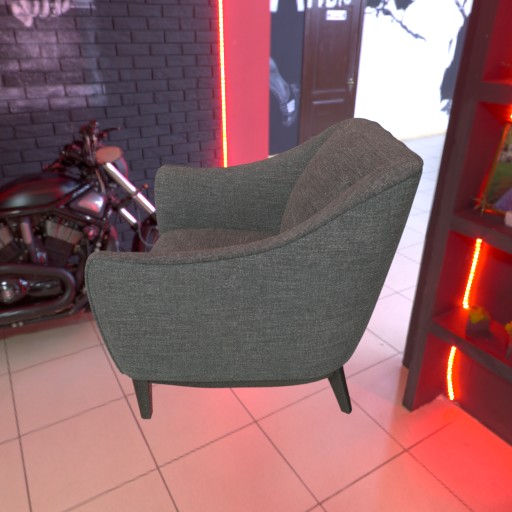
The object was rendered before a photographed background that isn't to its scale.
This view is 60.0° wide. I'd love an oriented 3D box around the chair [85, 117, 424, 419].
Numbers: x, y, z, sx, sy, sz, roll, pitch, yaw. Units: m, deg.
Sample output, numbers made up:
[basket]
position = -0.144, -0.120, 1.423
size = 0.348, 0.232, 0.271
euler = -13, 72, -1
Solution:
[chair]
position = 0.000, 0.000, 1.518
size = 0.851, 0.829, 0.870
euler = 1, 27, 1
